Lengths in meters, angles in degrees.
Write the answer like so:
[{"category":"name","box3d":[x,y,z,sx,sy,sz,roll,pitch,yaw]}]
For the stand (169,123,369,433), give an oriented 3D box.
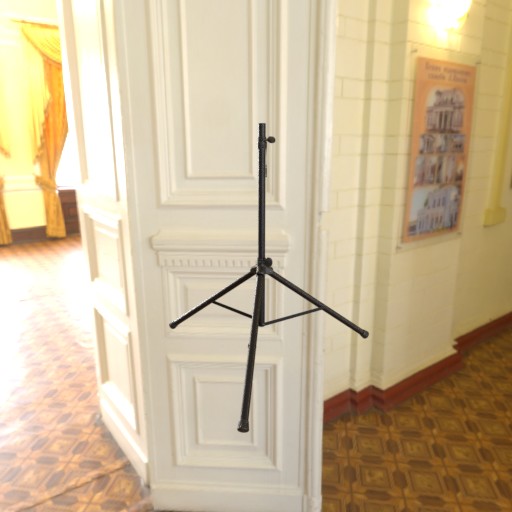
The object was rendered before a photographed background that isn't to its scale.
[{"category":"stand","box3d":[0.000,0.000,2.749,1.596,1.595,1.339,2,15,8]}]
